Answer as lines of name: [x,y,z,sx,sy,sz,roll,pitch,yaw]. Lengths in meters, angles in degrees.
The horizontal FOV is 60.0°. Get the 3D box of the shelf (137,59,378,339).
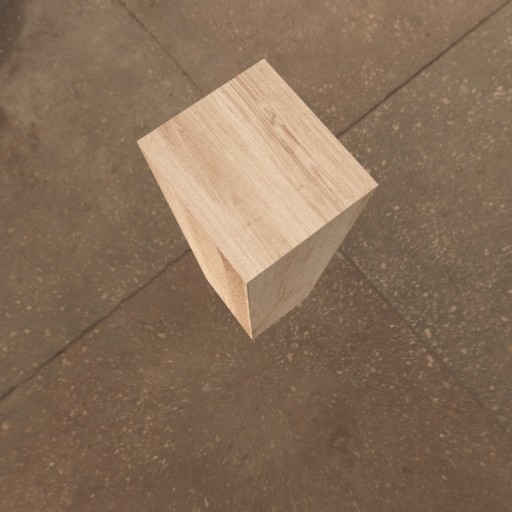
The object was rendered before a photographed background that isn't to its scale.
shelf: [0.000,0.000,2.167,0.450,1.960,0.510,-36,78,-9]
